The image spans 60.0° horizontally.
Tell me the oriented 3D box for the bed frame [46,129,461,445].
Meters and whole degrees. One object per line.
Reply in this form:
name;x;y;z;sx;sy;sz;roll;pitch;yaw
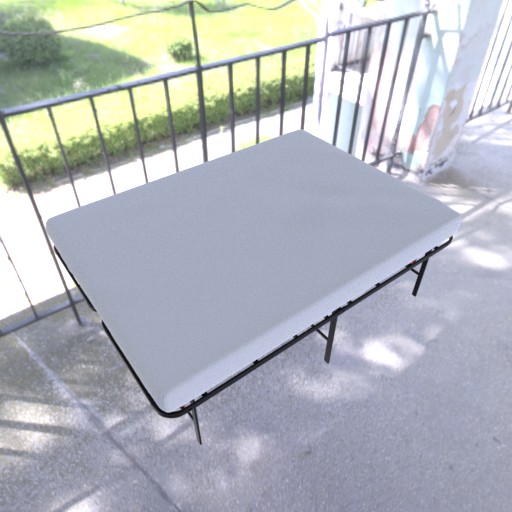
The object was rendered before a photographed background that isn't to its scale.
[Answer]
bed frame;0.000;0.000;2.616;1.905;0.637;1.372;-26;48;-27
